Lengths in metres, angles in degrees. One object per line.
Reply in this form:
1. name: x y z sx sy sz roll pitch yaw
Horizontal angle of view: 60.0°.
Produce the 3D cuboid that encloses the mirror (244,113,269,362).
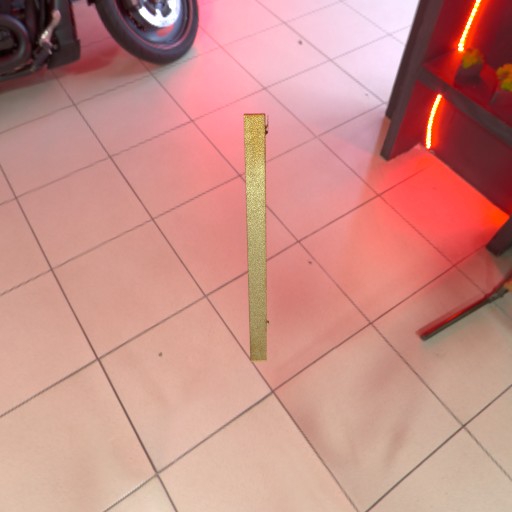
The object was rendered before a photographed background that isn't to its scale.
1. mirror: 0.000 0.000 0.856 0.032 0.679 0.419 -1 57 -1
